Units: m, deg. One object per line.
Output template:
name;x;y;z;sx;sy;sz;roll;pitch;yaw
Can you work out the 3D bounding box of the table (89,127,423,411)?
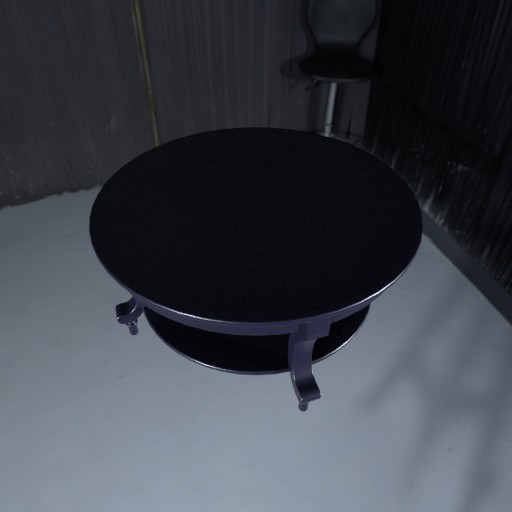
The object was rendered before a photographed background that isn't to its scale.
table;0.000;0.000;1.571;1.029;0.491;1.029;0;41;0
